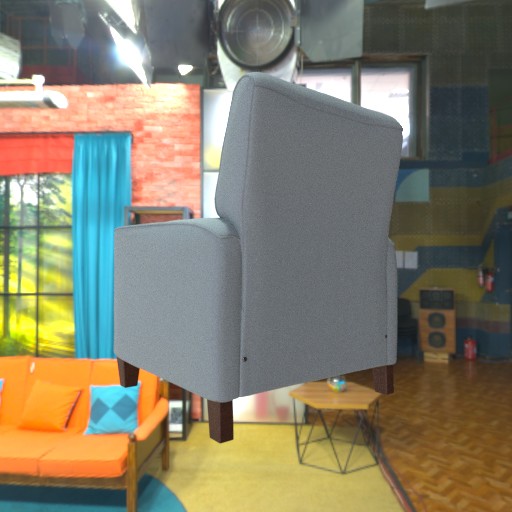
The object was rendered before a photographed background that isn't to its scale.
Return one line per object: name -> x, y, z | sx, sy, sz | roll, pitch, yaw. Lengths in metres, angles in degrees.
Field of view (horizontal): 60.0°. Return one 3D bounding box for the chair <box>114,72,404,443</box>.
chair -> 0.000, 0.000, 1.668 | 0.853, 1.007, 0.846 | 1, -1, -38
